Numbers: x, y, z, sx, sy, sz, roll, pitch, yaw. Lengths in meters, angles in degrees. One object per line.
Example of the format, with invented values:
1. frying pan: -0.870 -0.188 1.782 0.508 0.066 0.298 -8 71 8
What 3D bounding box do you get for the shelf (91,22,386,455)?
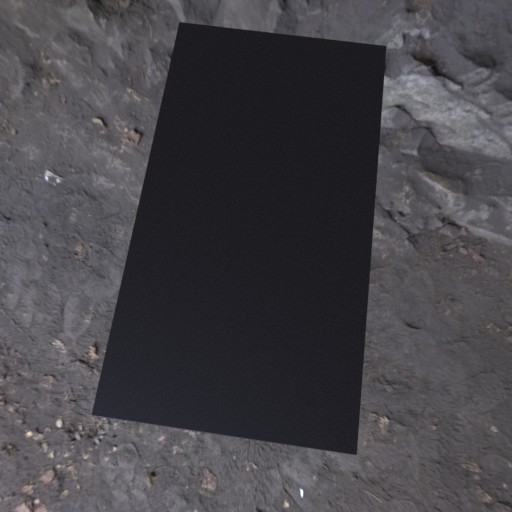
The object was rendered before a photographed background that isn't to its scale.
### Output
1. shelf: 0.000 0.000 1.299 0.498 0.749 0.902 8 75 2
